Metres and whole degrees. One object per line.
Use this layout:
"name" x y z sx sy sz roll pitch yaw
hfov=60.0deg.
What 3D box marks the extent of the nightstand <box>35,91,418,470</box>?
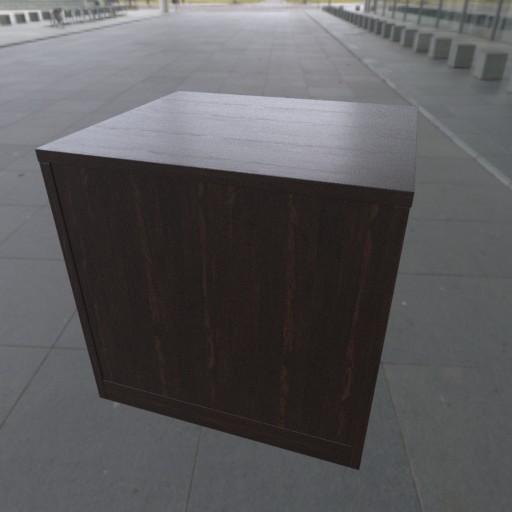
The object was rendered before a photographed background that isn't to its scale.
"nightstand" 0.000 0.000 0.830 0.489 0.487 0.427 9 32 15
